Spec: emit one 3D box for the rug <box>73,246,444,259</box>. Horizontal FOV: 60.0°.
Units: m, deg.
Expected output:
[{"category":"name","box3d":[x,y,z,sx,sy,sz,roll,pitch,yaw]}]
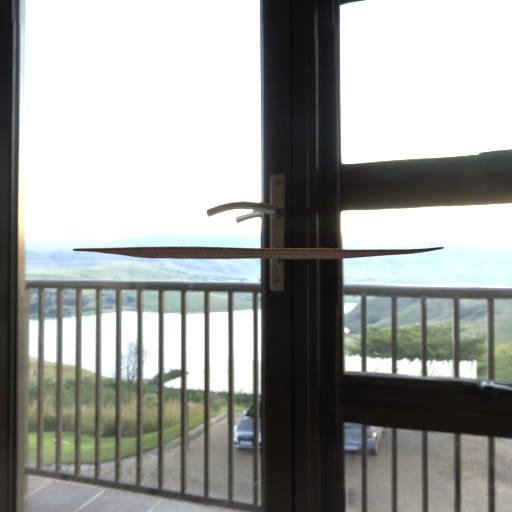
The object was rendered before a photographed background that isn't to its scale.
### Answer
[{"category":"rug","box3d":[0.000,0.000,3.039,1.537,0.029,2.439,0,-1,-1]}]
